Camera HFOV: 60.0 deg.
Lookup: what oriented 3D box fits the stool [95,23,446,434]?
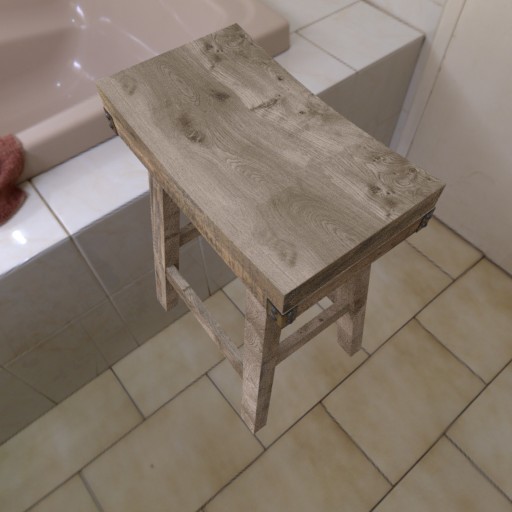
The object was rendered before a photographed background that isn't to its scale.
[{"bbox_3d":[0.000,0.000,0.859,0.330,0.635,0.450,-32,63,-19],"label":"stool"}]
